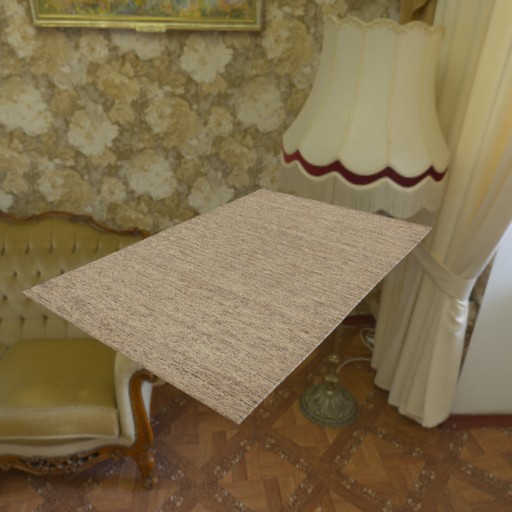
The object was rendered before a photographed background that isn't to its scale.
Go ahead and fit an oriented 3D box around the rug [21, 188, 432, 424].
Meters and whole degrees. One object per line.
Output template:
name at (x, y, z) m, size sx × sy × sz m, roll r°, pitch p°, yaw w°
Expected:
rug at (0.000, 0.000, 2.854) m, size 1.547 × 0.013 × 2.283 m, roll 19°, pitch 32°, yaw 32°
